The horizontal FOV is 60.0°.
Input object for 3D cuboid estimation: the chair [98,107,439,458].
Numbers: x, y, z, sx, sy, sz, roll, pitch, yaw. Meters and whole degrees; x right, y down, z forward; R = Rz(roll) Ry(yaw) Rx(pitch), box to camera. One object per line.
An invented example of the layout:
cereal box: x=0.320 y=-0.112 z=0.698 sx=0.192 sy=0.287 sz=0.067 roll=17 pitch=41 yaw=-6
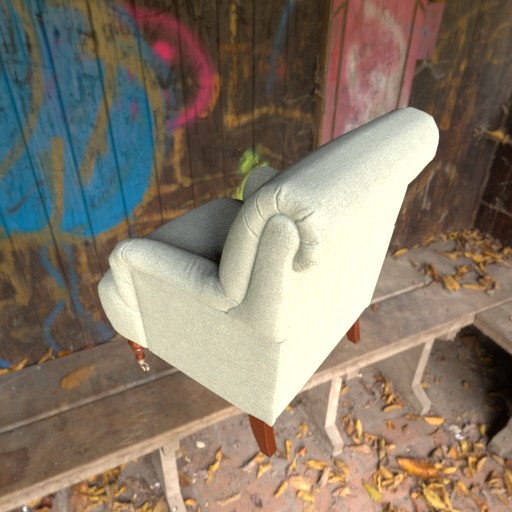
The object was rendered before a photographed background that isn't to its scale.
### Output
chair: x=0.000 y=0.000 z=1.865 sx=1.060 sy=1.178 sz=0.964 roll=22 pitch=39 yaw=29
